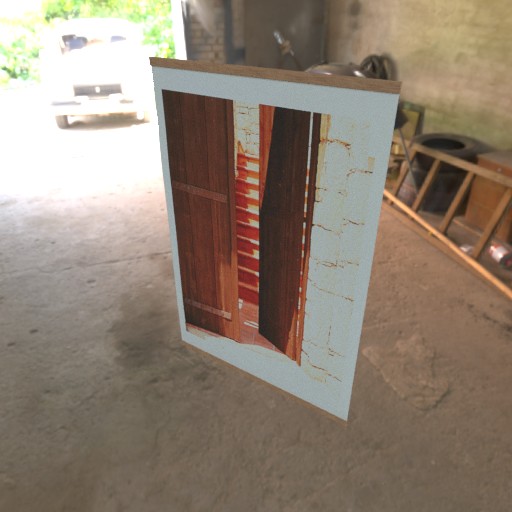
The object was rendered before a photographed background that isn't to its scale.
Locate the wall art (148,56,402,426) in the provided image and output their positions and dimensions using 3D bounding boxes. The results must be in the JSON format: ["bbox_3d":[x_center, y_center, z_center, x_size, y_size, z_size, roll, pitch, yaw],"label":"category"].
[{"bbox_3d":[0.000,0.000,1.925,1.019,1.527,0.019,19,36,28],"label":"wall art"}]
